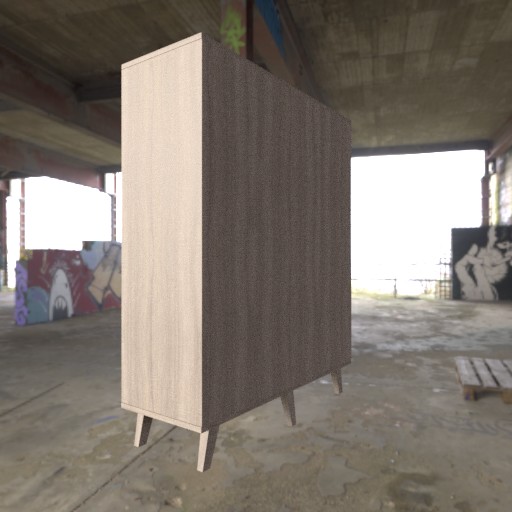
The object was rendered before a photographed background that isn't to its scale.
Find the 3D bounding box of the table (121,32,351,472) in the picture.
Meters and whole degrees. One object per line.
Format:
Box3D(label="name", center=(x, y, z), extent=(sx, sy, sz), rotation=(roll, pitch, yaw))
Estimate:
Box3D(label="table", center=(0.000, 0.000, 1.937), extent=(0.398, 1.388, 1.111), rotation=(0, 0, 36))
